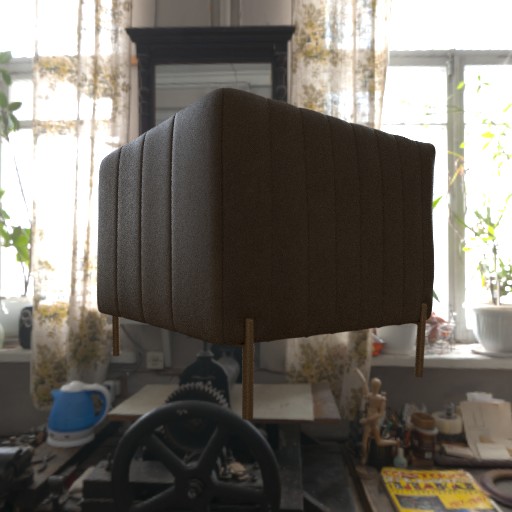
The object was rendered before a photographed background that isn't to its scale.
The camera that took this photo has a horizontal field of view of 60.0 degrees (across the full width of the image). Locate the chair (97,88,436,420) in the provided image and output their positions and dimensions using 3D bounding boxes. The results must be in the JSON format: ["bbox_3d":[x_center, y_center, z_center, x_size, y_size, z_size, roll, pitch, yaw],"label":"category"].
[{"bbox_3d":[0.000,0.000,1.604,0.876,0.779,0.981,1,-1,-37],"label":"chair"}]
